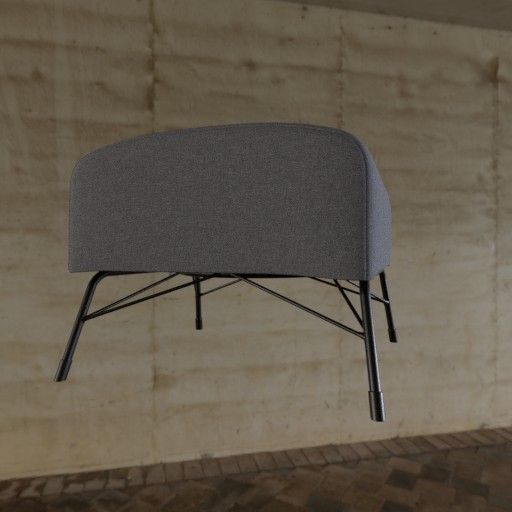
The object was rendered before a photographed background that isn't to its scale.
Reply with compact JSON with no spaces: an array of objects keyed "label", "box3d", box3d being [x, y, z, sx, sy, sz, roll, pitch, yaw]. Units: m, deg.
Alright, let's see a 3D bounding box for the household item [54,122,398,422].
[{"label":"household item","box3d":[0.000,0.000,0.890,0.530,0.410,0.530,0,1,19]}]
